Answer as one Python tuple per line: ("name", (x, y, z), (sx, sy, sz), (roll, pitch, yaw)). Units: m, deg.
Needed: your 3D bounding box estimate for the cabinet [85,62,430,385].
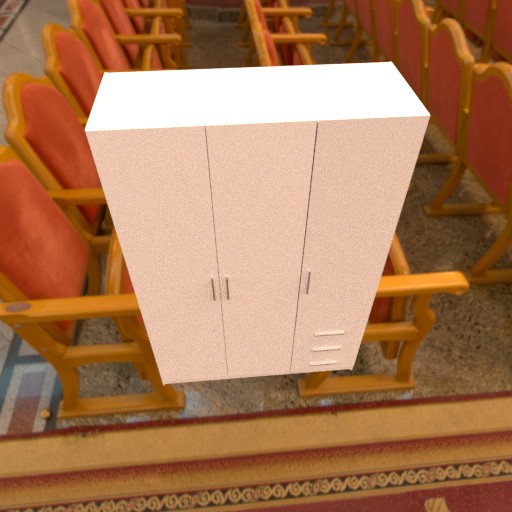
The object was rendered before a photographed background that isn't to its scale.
("cabinet", (0.000, 0.000, 2.496), (1.290, 1.910, 0.510), (-4, 46, -4))
